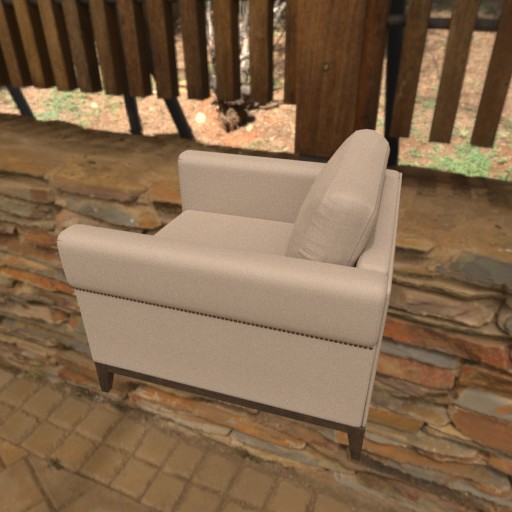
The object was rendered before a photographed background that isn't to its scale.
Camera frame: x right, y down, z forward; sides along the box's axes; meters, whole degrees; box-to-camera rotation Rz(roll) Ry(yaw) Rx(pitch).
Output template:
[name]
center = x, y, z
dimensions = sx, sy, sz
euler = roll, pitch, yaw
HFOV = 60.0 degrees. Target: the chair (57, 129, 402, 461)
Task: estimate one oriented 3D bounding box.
[chair]
center = 0.000, 0.000, 1.662
dimensions = 0.959, 0.838, 0.914
euler = 9, 32, 15
